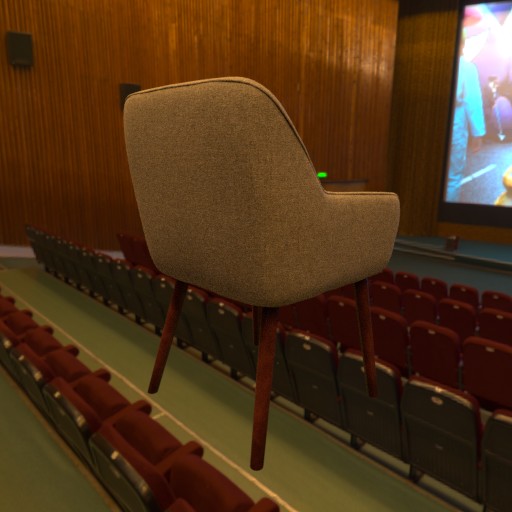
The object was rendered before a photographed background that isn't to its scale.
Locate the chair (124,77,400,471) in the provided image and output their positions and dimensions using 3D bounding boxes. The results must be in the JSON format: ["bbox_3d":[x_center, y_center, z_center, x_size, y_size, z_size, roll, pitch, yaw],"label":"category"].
[{"bbox_3d":[0.000,0.000,1.162,0.519,0.803,0.543,-13,19,-42],"label":"chair"}]
